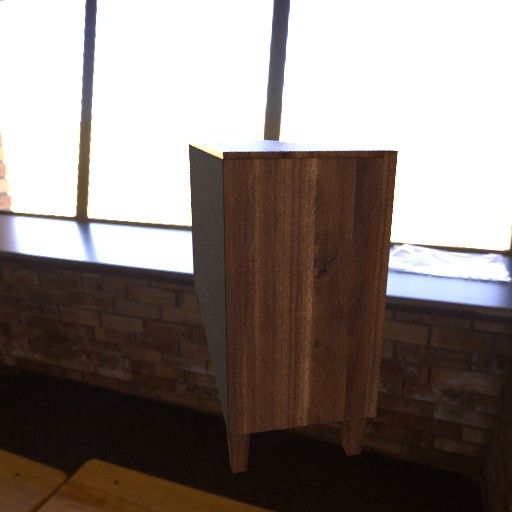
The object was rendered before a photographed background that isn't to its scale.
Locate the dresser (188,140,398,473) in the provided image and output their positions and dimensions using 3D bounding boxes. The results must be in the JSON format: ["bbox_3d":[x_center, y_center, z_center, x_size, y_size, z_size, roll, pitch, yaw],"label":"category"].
[{"bbox_3d":[0.000,0.000,1.812,0.438,0.892,1.387,-3,16,-11],"label":"dresser"}]
